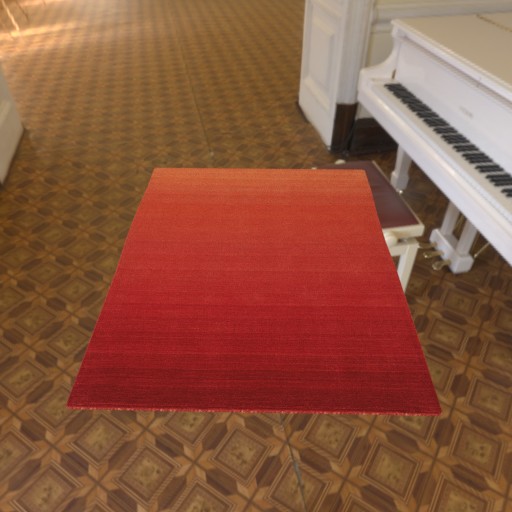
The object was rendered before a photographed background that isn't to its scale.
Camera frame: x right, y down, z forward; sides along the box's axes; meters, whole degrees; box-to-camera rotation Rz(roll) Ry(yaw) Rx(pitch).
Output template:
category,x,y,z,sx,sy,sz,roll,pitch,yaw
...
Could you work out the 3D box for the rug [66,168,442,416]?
category,x,y,z,sx,sy,sz,roll,pitch,yaw
rug,0.000,0.000,3.807,2.340,0.028,2.905,1,41,1
